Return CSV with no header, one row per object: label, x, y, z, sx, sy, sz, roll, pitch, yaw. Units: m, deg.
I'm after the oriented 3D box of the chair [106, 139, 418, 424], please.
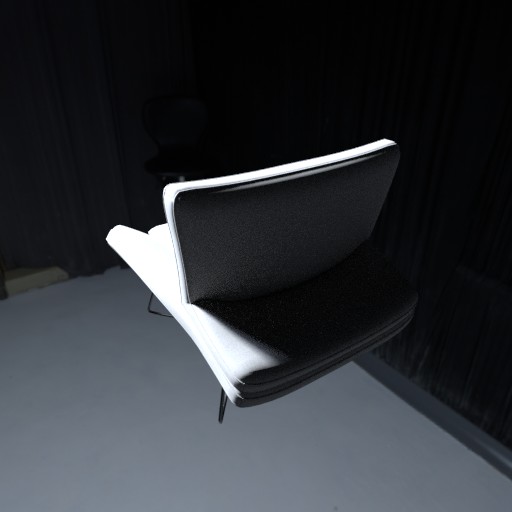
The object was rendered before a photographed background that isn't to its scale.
chair,0.000,0.000,1.682,0.859,0.855,1.008,-18,34,-29
